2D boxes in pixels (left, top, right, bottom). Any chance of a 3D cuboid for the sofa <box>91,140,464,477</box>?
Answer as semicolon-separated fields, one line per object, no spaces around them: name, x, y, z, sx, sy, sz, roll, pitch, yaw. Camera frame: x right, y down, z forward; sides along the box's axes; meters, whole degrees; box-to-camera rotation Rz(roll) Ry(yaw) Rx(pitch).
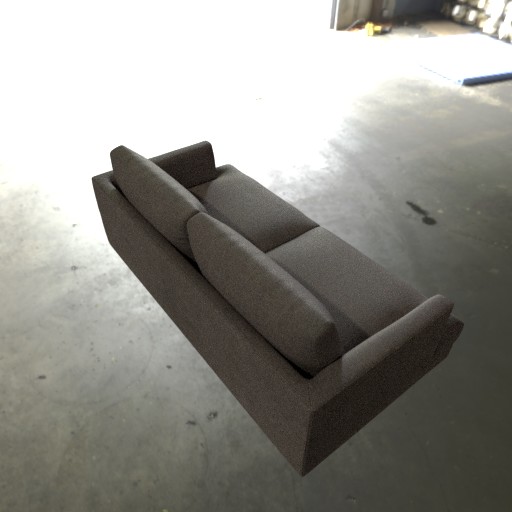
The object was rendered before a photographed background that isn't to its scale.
sofa;0.000;0.000;2.426;1.020;0.868;1.948;-26;47;-28
